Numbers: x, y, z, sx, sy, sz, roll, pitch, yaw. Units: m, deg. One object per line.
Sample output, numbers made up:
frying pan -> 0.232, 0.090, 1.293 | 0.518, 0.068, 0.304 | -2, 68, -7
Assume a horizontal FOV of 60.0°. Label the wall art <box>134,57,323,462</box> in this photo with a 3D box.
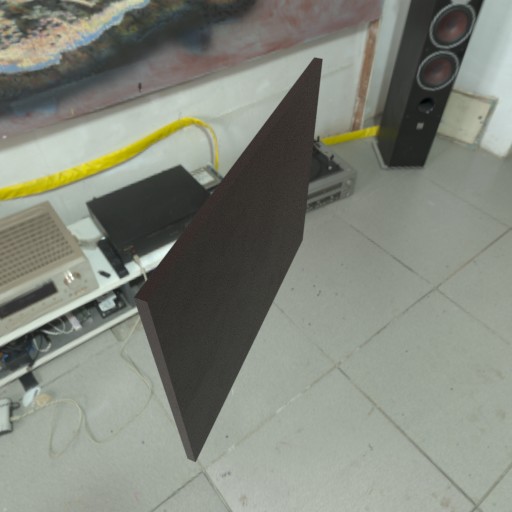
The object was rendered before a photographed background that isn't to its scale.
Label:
wall art -> 0.000, 0.000, 1.614 | 0.034, 0.952, 1.207 | 17, 50, 15
